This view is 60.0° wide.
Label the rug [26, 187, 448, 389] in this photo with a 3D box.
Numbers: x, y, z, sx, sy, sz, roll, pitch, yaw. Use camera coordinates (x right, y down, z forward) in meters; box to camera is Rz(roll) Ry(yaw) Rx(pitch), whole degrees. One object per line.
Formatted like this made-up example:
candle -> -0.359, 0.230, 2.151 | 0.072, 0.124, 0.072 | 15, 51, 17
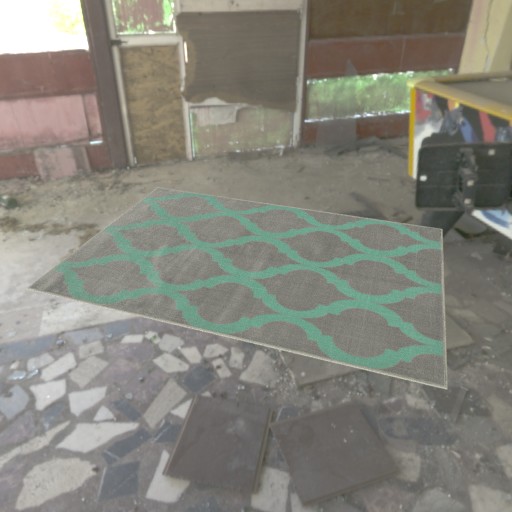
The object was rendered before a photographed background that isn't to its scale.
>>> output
rug -> 0.000, 0.000, 2.857 | 2.286, 0.006, 1.524 | 10, 34, 16
